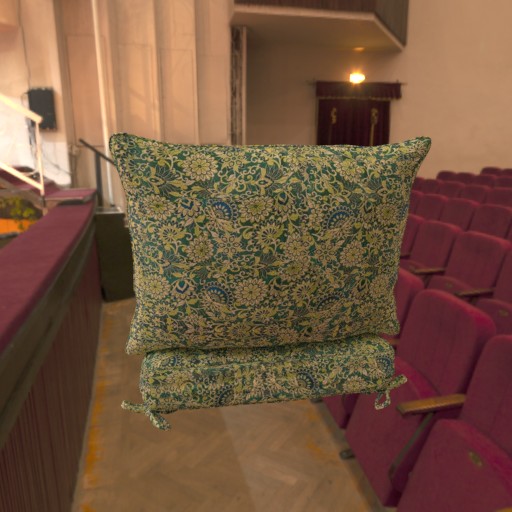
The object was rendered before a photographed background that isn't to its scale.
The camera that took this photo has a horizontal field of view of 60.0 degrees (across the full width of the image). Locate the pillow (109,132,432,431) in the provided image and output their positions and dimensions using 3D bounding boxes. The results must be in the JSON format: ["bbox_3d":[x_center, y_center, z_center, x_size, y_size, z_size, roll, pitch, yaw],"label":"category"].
[{"bbox_3d":[0.000,0.000,1.380,0.798,0.722,0.740,-2,14,-9],"label":"pillow"}]
